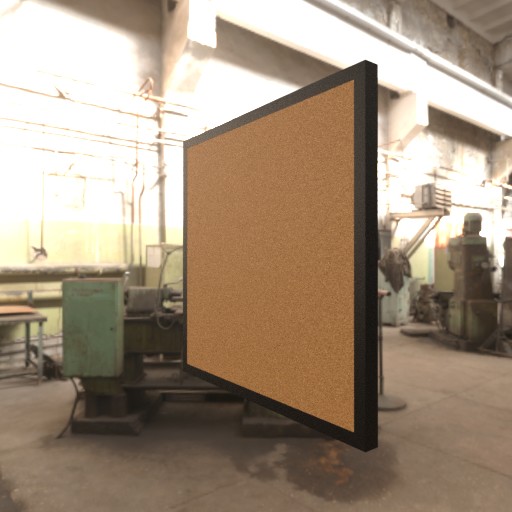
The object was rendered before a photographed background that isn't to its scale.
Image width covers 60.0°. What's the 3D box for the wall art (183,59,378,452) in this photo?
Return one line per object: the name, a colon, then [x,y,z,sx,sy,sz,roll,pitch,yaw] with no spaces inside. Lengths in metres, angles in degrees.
wall art: [0.000,0.000,1.176,0.038,0.762,0.762,0,0,-37]
